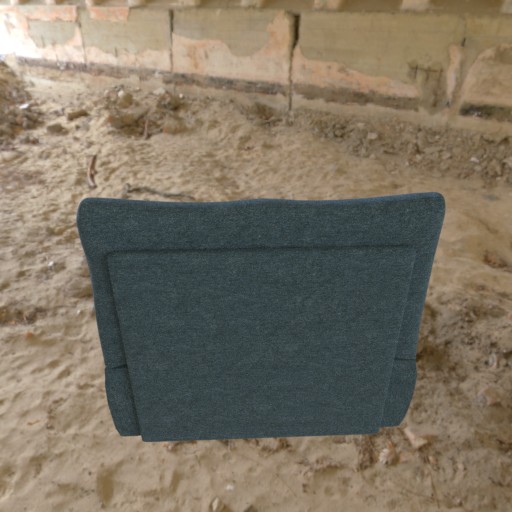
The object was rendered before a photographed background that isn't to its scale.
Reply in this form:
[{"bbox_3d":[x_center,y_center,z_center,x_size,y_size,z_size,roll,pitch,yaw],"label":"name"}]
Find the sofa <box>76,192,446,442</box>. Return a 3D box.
[{"bbox_3d":[0.000,0.000,1.647,0.930,0.820,1.000,-1,30,-2],"label":"sofa"}]
